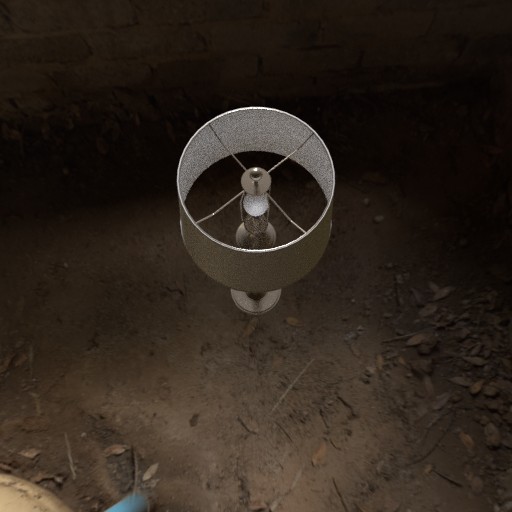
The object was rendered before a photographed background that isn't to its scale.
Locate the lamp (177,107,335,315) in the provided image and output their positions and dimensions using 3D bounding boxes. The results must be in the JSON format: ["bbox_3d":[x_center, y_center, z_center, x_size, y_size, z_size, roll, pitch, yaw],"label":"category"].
[{"bbox_3d":[0.000,0.000,1.686,0.431,1.488,0.431,0,76,0],"label":"lamp"}]
